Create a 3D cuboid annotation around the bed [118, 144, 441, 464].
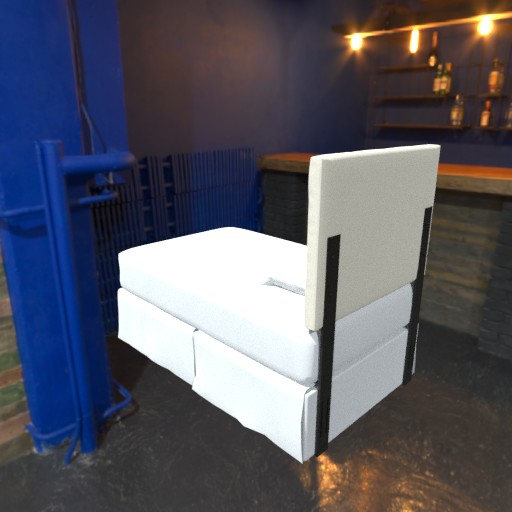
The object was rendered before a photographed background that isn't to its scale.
[{"bbox_3d":[0.000,0.000,3.128,1.261,1.571,1.997,-16,24,-42],"label":"bed"}]
